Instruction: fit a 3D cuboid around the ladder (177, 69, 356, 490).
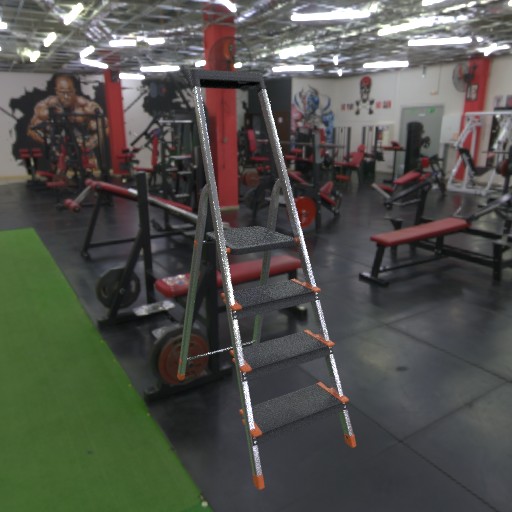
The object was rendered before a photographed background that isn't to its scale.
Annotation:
[{"bbox_3d":[0.000,0.000,1.798,0.452,1.429,0.834,-9,19,-28],"label":"ladder"}]
